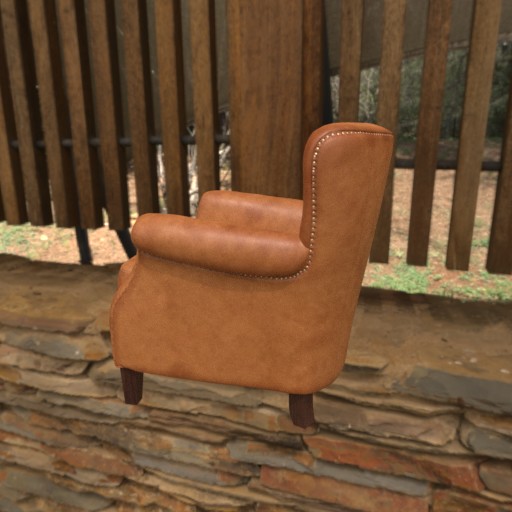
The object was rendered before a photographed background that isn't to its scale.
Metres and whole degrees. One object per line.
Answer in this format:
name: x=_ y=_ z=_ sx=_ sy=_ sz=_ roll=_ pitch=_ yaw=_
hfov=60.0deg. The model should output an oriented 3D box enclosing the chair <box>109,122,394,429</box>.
chair: x=0.000 y=0.000 z=1.664 sx=0.921 sy=0.936 sz=0.861 roll=3 pitch=15 yaw=11
